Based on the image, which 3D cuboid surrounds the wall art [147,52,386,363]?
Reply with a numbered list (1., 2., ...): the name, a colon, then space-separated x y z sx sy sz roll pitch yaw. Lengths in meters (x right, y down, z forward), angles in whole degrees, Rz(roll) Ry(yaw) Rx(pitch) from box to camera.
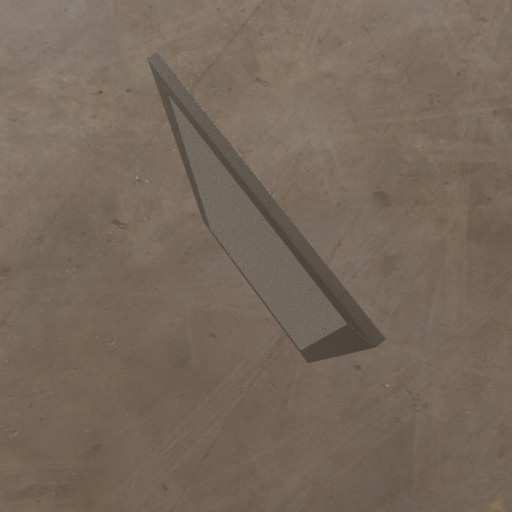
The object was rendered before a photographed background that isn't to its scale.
1. wall art: 0.000 0.000 0.689 0.013 0.529 0.376 -35 78 -9
